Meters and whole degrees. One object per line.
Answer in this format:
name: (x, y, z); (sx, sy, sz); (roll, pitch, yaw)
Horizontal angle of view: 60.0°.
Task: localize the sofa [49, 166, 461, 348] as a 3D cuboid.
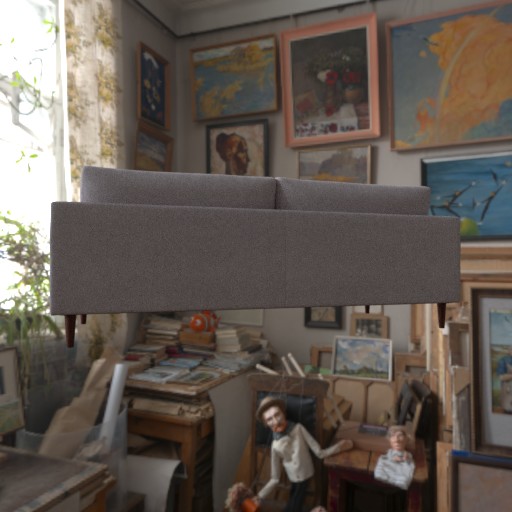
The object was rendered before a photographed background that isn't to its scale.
sofa: (0.000, 0.000, 2.770); (2.250, 0.868, 1.020); (0, -1, -17)
